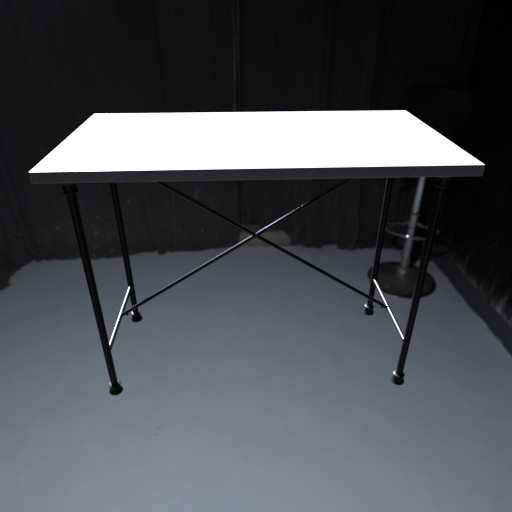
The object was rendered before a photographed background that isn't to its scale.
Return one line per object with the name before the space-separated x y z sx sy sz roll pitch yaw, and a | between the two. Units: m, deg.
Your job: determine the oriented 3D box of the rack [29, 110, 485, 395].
rack | 0.000 0.000 1.608 1.159 0.880 0.613 -1 31 -2
